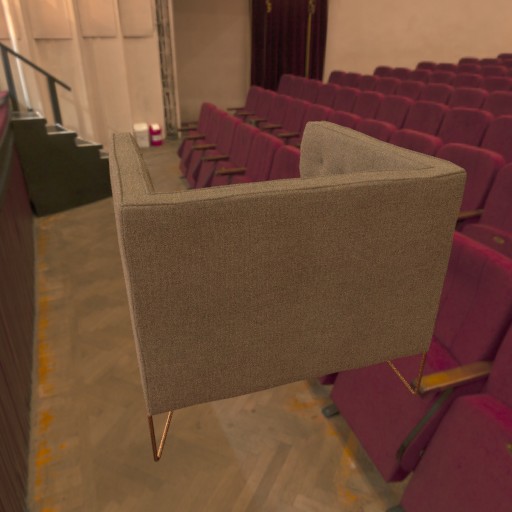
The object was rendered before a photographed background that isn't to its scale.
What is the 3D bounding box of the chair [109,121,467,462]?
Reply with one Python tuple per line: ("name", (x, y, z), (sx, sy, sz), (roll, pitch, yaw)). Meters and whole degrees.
("chair", (0.000, 0.000, 1.593), (0.920, 0.799, 0.912), (-8, 27, -16))
